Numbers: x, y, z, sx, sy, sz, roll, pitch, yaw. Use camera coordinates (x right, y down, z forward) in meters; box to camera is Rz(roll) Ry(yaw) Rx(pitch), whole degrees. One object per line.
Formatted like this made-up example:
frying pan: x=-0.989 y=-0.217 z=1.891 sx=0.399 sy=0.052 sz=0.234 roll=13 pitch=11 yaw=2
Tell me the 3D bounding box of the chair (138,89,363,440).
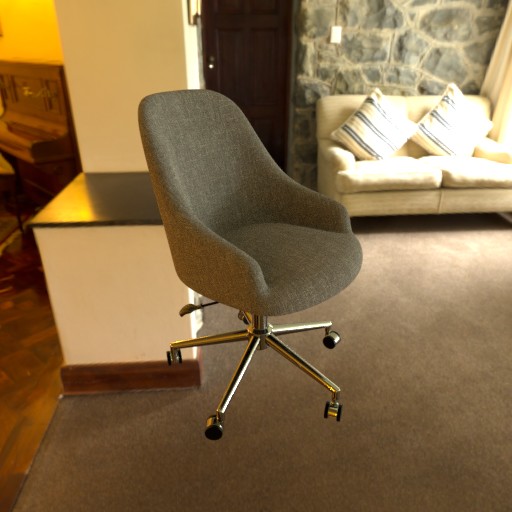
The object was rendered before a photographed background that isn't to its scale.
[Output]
chair: x=0.000 y=0.000 z=1.411 sx=0.712 sy=0.950 sz=0.671 roll=18 pitch=31 yaw=32
